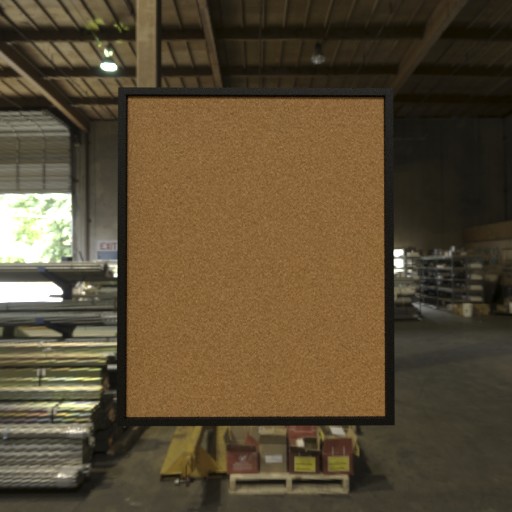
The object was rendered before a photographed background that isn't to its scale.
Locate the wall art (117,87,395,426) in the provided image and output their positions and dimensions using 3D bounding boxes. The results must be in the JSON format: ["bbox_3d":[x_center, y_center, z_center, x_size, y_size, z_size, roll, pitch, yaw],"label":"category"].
[{"bbox_3d":[0.000,0.000,0.747,0.457,0.559,0.029,0,-1,-1],"label":"wall art"}]
